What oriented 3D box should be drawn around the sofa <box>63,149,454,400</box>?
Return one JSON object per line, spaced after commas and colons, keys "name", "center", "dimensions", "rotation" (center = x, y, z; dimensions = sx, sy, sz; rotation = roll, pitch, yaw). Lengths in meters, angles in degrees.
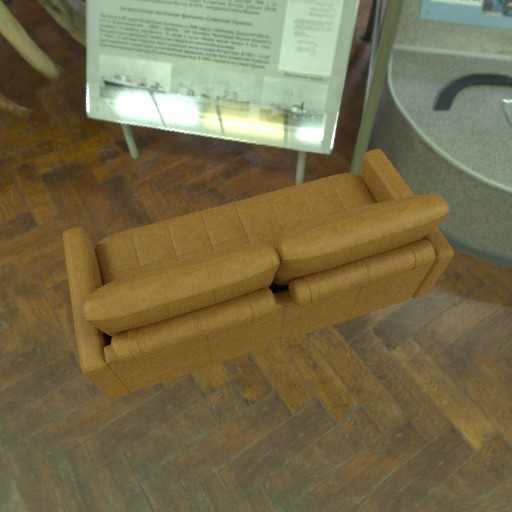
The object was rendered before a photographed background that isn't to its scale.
{"name": "sofa", "center": [0.000, 0.000, 2.291], "dimensions": [1.821, 0.898, 0.850], "rotation": [-16, 58, -10]}
